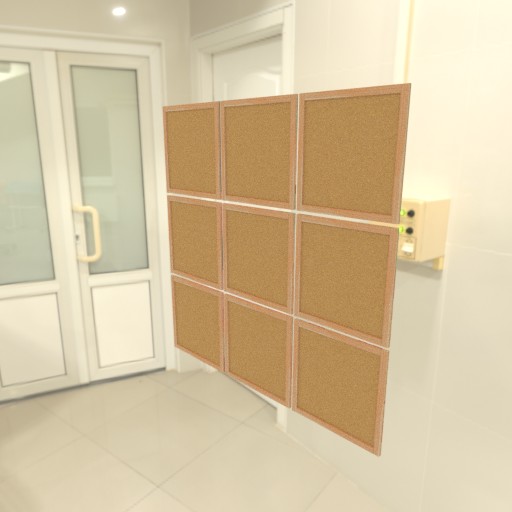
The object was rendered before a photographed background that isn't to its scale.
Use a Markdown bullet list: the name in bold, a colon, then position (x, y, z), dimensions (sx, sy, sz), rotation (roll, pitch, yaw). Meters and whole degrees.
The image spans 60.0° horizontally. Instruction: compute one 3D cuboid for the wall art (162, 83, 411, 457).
- **wall art**: position (0.000, 0.000, 1.806), dimensions (1.216, 1.220, 0.013), rotation (14, 20, 43)
